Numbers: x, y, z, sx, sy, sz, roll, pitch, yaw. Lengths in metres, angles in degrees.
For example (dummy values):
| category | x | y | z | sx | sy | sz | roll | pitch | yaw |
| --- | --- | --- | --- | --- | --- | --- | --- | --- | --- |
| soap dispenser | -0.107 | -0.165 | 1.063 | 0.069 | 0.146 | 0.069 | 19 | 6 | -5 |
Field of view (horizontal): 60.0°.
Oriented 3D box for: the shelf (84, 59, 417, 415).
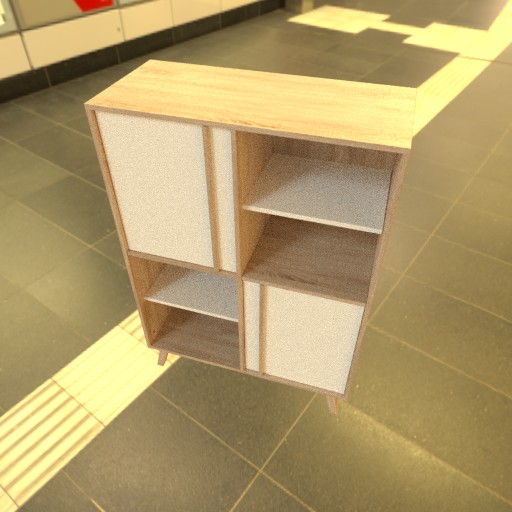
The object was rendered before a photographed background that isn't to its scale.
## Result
| category | x | y | z | sx | sy | sz | roll | pitch | yaw |
| --- | --- | --- | --- | --- | --- | --- | --- | --- | --- |
| shelf | 0.000 | 0.000 | 1.904 | 1.000 | 1.390 | 0.450 | 12 | 43 | 13 |
